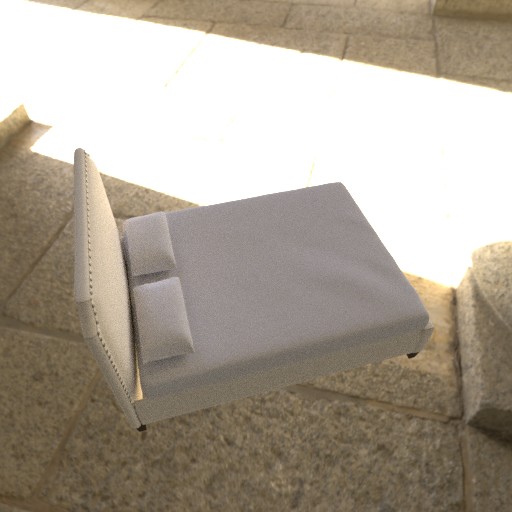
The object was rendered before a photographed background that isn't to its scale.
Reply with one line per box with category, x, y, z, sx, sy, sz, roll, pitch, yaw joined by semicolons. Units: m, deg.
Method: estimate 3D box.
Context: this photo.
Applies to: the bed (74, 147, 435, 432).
bed;0.000;0.000;3.477;2.372;1.497;1.712;-12;49;-11
